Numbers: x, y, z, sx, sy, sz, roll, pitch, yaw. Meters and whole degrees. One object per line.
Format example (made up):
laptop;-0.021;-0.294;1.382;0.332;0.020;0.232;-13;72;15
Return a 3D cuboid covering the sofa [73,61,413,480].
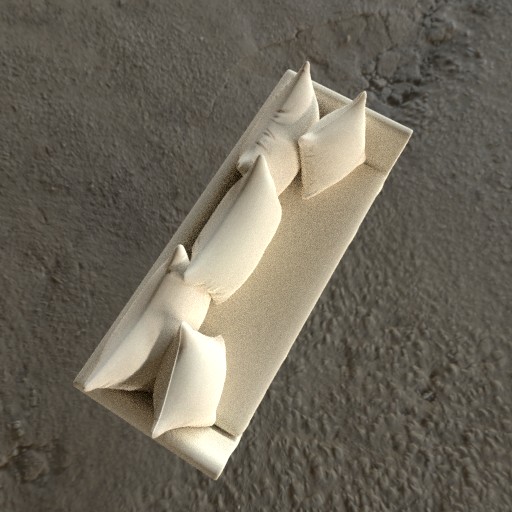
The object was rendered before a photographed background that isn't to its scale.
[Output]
sofa;0.000;0.000;2.947;1.030;1.042;2.484;30;76;8
